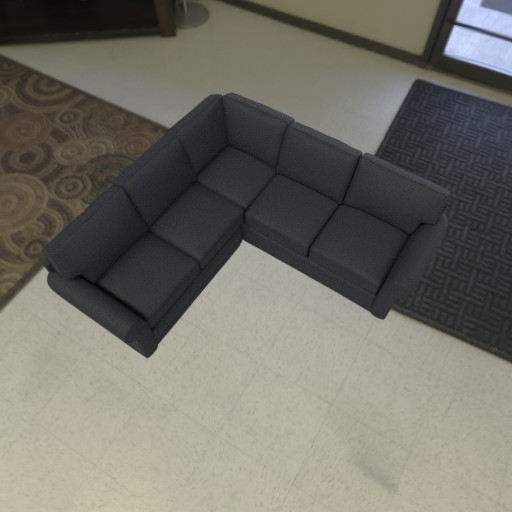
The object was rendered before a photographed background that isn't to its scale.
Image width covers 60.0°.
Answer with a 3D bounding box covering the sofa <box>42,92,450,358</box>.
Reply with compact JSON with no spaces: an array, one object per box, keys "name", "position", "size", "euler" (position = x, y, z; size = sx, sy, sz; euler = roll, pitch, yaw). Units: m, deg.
[{"name":"sofa","position":[0.000,0.000,3.876],"size":[2.562,1.042,2.487],"euler":[29,62,17]}]
